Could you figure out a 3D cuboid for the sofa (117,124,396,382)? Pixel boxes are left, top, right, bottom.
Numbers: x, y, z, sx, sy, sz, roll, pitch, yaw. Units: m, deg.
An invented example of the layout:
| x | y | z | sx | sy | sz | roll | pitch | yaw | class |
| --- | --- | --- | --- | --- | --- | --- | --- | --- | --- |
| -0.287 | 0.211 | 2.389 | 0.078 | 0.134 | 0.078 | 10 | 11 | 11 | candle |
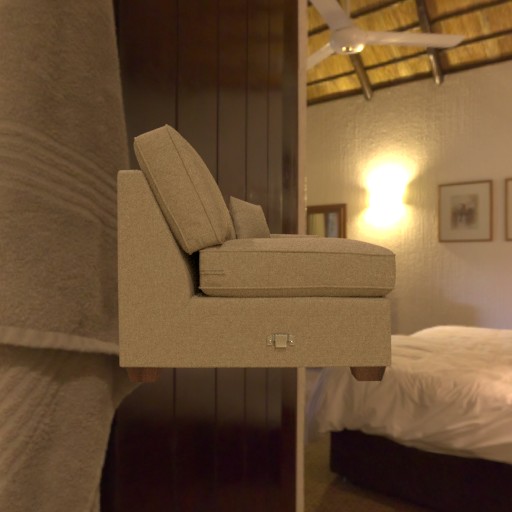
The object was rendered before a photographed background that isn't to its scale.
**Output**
| x | y | z | sx | sy | sz | roll | pitch | yaw | class |
| --- | --- | --- | --- | --- | --- | --- | --- | --- | --- |
| 0.000 | 0.000 | 2.558 | 1.034 | 0.946 | 1.963 | 0 | -1 | -1 | sofa |
